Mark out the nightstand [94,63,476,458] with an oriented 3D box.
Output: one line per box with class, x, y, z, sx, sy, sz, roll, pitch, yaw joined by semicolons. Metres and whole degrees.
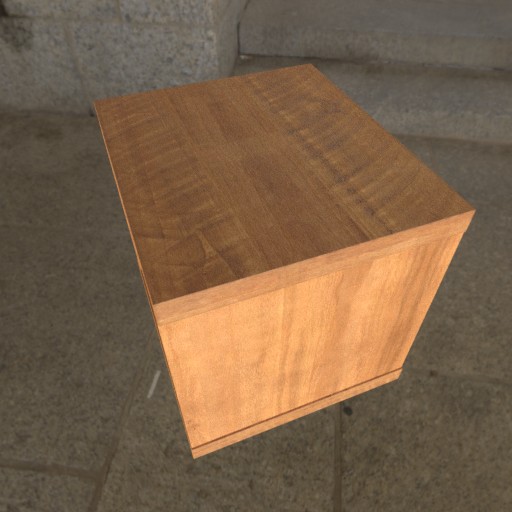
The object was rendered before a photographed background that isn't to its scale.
nightstand;0.000;0.000;0.865;0.436;0.491;0.493;-16;48;-15
